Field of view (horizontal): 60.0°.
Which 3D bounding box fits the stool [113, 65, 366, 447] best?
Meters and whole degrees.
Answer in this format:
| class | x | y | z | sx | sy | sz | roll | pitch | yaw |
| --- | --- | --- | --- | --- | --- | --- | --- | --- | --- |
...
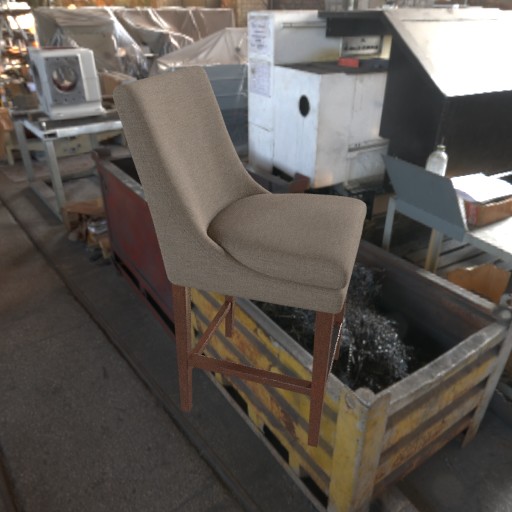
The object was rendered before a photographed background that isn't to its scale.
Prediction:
| class | x | y | z | sx | sy | sz | roll | pitch | yaw |
| --- | --- | --- | --- | --- | --- | --- | --- | --- | --- |
| stool | 0.000 | 0.000 | 1.303 | 0.577 | 0.981 | 0.470 | 9 | 31 | 15 |
